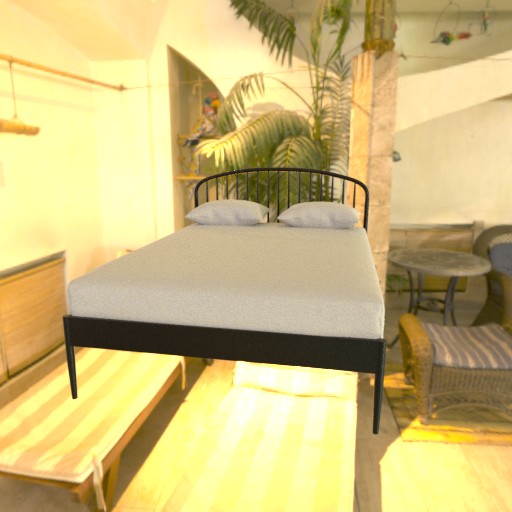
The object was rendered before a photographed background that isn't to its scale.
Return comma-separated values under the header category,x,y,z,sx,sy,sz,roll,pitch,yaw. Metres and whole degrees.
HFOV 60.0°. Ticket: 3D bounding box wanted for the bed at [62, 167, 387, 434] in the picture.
category,x,y,z,sx,sy,sz,roll,pitch,yaw
bed,0.000,0.000,3.124,1.618,1.166,2.159,3,13,11
